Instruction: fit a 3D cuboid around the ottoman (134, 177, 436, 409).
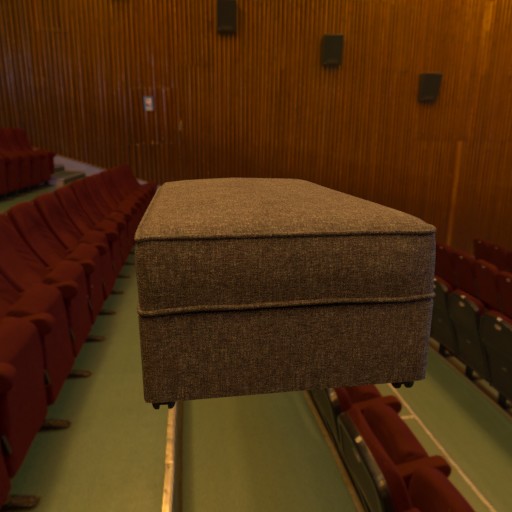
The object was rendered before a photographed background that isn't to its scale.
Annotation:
[{"bbox_3d":[0.000,0.000,1.560,0.717,0.487,1.184,-2,15,-8],"label":"ottoman"}]
